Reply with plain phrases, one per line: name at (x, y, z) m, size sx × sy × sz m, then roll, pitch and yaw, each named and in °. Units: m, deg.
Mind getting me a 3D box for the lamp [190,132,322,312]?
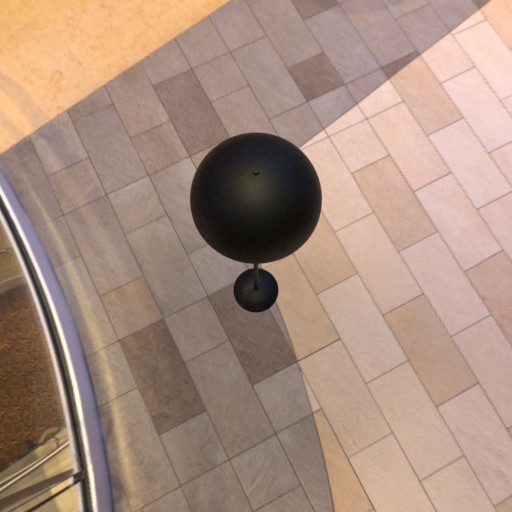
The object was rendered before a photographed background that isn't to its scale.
lamp at (0.000, 0.000, 1.659) m, size 0.328 × 1.480 × 0.328 m, roll 16°, pitch 76°, yaw 4°
